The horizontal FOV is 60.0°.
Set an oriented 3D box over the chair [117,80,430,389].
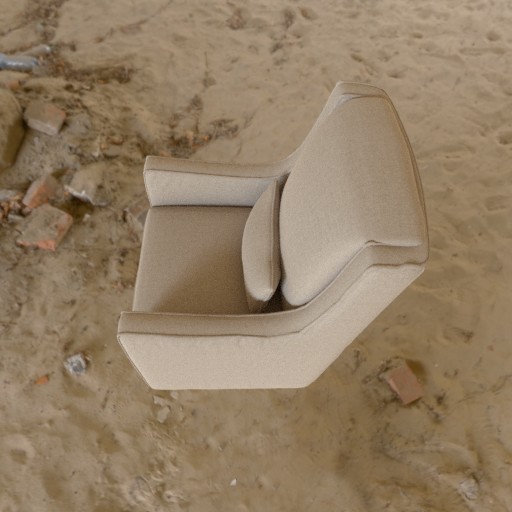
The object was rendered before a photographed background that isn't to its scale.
[{"bbox_3d":[0.000,0.000,1.587,0.879,0.993,0.732,-1,58,0],"label":"chair"}]
